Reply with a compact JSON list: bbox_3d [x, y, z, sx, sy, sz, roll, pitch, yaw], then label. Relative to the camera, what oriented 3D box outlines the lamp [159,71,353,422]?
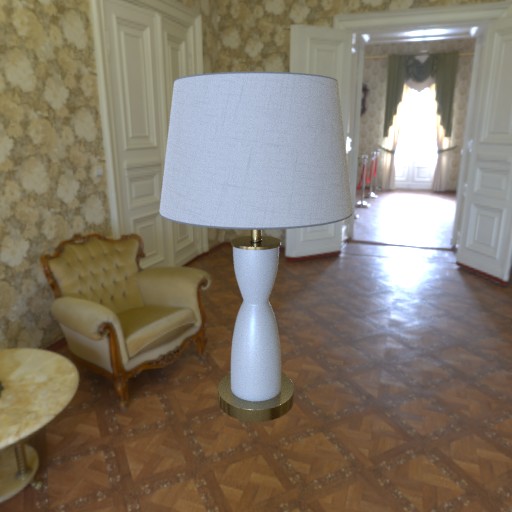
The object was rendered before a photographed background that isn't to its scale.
[{"bbox_3d":[0.000,0.000,0.744,0.309,0.545,0.309,0,15,0],"label":"lamp"}]
